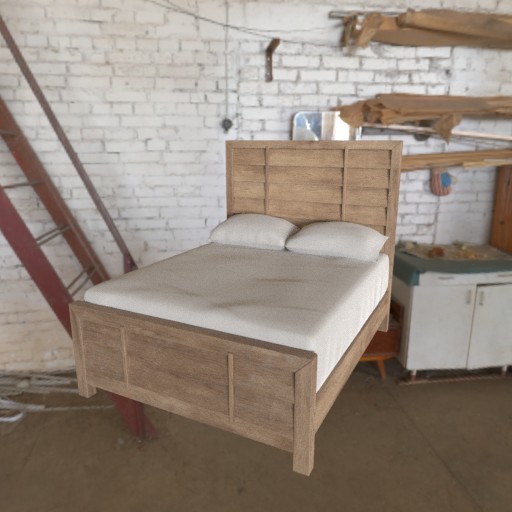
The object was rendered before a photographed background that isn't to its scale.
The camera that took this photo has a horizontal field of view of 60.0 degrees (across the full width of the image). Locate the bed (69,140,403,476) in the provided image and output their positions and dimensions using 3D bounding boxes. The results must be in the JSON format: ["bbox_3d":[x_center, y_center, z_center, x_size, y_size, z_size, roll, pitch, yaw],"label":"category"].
[{"bbox_3d":[0.000,0.000,3.234,1.615,1.631,2.017,7,16,26],"label":"bed"}]
